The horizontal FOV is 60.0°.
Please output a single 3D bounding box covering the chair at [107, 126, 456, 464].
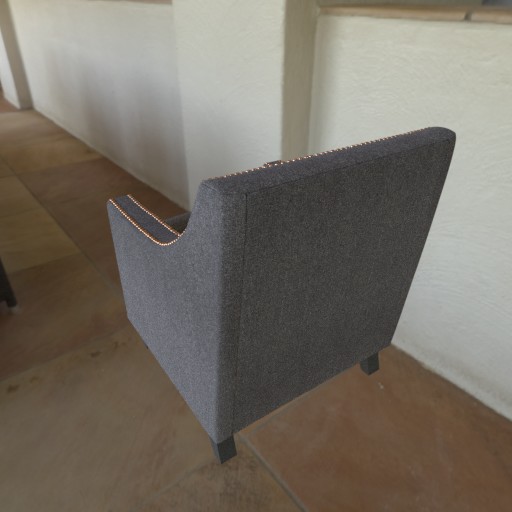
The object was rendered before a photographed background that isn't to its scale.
[{"bbox_3d":[0.000,0.000,1.572,0.776,0.967,0.884,-19,36,-29],"label":"chair"}]
